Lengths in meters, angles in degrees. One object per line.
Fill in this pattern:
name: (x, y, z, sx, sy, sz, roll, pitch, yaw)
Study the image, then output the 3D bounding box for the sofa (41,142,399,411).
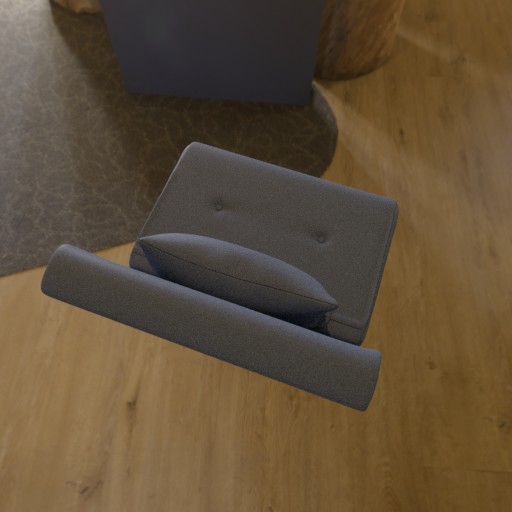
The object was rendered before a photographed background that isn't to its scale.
sofa: (0.000, 0.000, 1.751, 0.999, 0.860, 0.996, 18, 65, 9)
